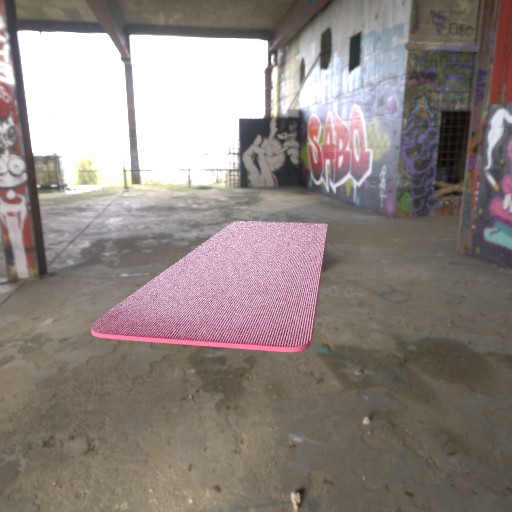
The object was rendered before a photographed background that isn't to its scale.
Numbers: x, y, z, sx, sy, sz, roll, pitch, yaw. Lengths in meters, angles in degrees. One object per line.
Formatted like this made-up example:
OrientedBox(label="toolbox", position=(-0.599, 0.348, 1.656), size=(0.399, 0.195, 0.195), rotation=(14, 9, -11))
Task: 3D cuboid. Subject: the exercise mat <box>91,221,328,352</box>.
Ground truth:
OrientedBox(label="exercise mat", position=(0.000, 0.000, 2.051), size=(0.616, 0.021, 1.884), rotation=(3, 14, 10))
